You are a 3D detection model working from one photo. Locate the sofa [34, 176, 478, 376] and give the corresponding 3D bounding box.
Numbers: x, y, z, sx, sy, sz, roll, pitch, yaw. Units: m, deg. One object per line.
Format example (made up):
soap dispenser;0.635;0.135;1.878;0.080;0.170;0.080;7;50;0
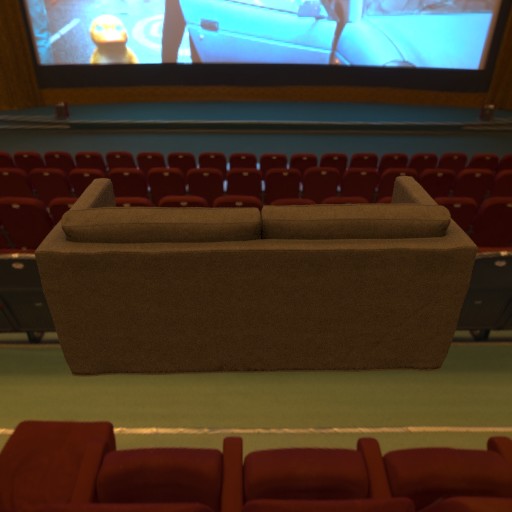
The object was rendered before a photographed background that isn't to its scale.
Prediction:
sofa;0.000;0.000;2.472;1.982;0.855;0.953;-1;30;-1
